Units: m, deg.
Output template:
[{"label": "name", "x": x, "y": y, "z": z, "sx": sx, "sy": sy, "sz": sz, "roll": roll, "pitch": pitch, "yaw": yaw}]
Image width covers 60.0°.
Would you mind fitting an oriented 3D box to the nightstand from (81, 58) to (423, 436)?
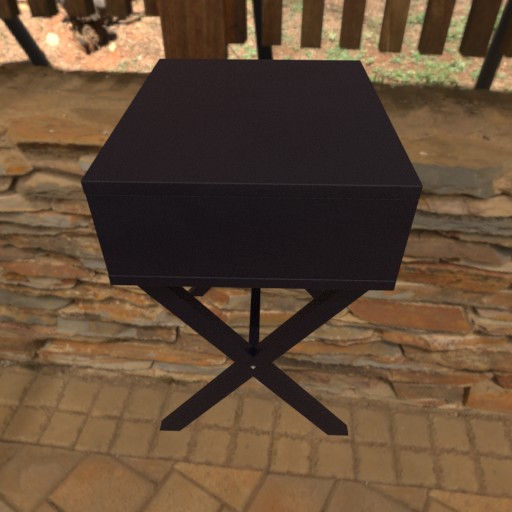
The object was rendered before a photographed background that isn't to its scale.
[{"label": "nightstand", "x": 0.000, "y": 0.000, "z": 0.901, "sx": 0.402, "sy": 0.623, "sz": 0.479, "roll": 1, "pitch": 40, "yaw": 1}]
